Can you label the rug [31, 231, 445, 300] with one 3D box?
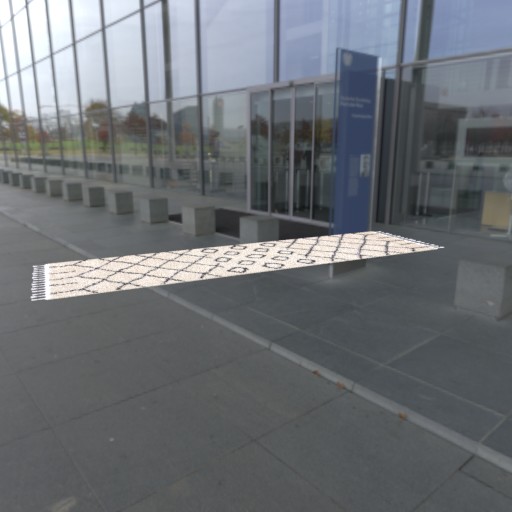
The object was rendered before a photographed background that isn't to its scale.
[{"bbox_3d":[0.000,0.000,2.712,2.464,0.005,0.660,-6,15,-24],"label":"rug"}]
